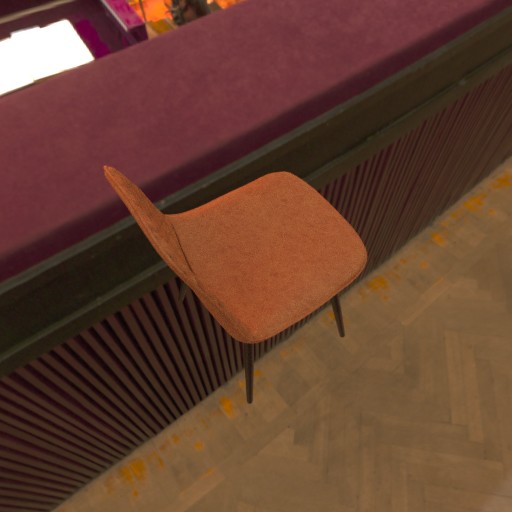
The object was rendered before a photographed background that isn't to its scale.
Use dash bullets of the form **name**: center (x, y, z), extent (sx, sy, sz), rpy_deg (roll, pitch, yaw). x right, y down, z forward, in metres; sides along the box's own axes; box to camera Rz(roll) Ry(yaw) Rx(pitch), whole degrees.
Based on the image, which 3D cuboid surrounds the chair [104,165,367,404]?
- **chair**: center (0.000, 0.000, 1.237), extent (0.561, 0.889, 0.472), rpy_deg (-31, 63, -17)
